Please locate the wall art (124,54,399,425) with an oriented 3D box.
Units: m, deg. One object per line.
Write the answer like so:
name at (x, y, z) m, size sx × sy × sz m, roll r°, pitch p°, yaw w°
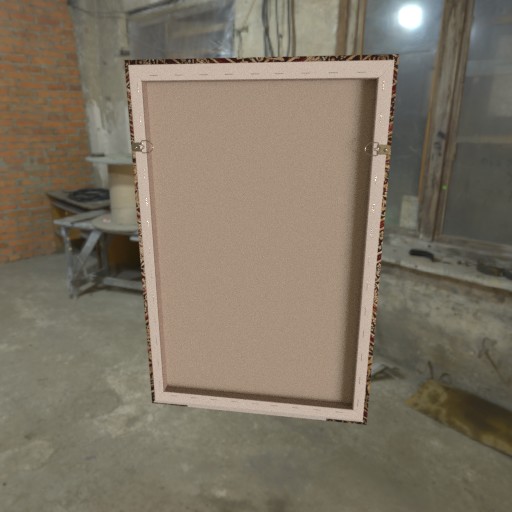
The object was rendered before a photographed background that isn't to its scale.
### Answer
wall art at (0.000, 0.000, 1.100) m, size 0.599 × 0.904 × 0.030 m, roll 3°, pitch 17°, yaw 9°
